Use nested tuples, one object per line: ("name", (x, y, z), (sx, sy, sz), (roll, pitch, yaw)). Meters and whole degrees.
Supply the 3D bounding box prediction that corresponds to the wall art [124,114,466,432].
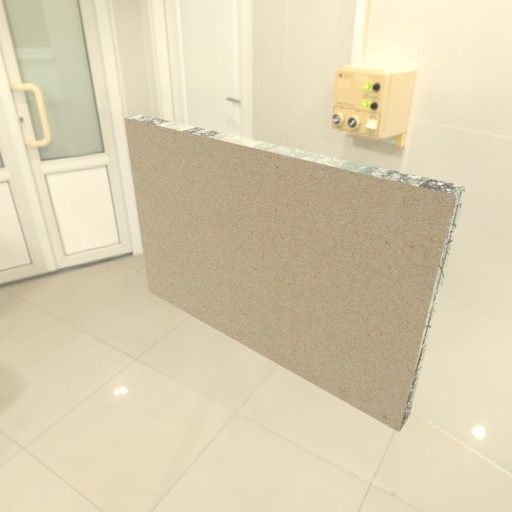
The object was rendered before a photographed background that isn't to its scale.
("wall art", (0.000, 0.000, 0.783), (0.618, 0.398, 0.042), (22, 37, 34))
